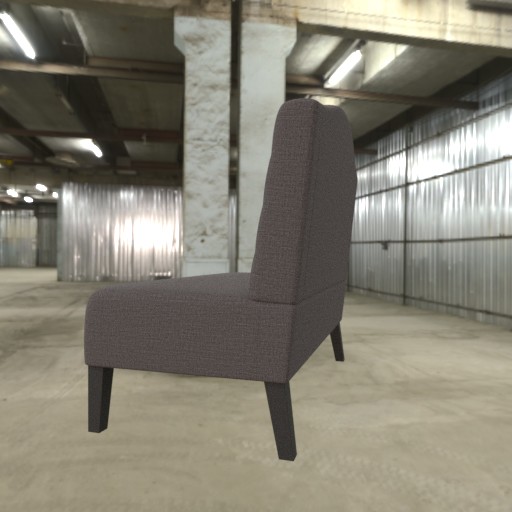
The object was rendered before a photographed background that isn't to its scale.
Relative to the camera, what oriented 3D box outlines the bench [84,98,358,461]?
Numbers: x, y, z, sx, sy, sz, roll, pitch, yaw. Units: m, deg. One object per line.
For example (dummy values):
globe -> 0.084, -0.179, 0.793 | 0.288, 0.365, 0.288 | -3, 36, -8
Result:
bench -> 0.000, 0.000, 1.988 | 0.815, 1.180, 1.335 | 0, 0, 18
